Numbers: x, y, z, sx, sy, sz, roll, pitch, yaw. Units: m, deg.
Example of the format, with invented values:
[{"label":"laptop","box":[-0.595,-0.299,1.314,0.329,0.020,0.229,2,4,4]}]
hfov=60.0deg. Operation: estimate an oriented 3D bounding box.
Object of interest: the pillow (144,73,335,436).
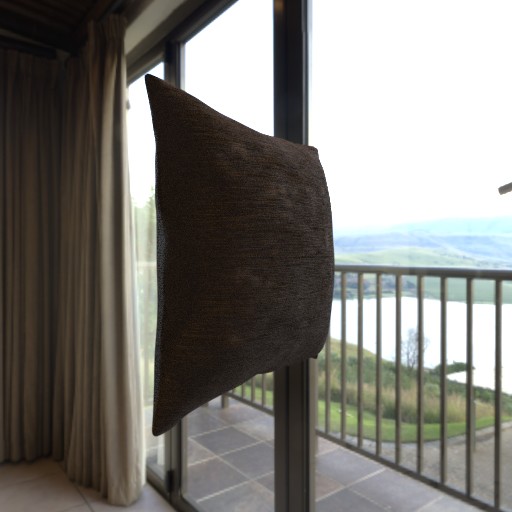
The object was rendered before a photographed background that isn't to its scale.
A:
[{"label":"pillow","box":[0.000,0.000,0.710,0.204,0.439,0.452,0,1,34]}]
